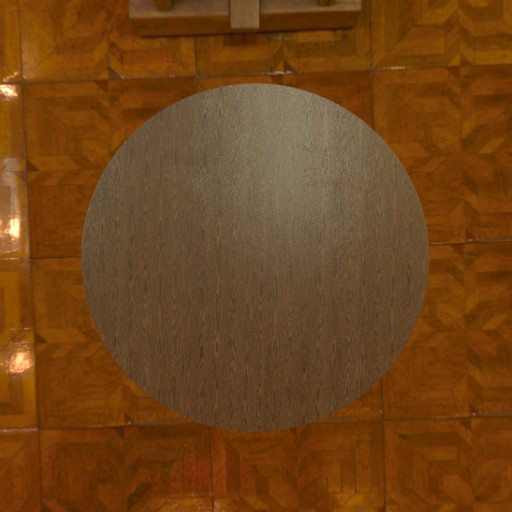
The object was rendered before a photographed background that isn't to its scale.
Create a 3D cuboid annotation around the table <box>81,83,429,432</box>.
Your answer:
[{"bbox_3d":[0.000,0.000,1.731,1.053,0.786,1.053,0,91,1],"label":"table"}]
